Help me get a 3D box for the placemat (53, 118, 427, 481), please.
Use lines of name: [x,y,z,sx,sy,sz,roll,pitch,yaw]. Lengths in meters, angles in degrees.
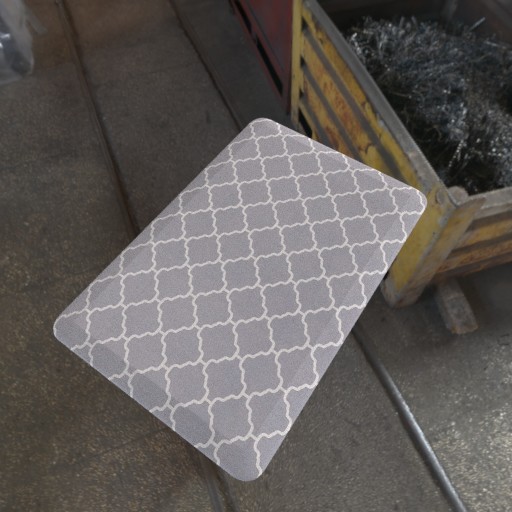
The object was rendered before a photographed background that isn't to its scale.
placemat: [0.000,0.000,0.976,0.508,0.021,0.762,31,64,17]
